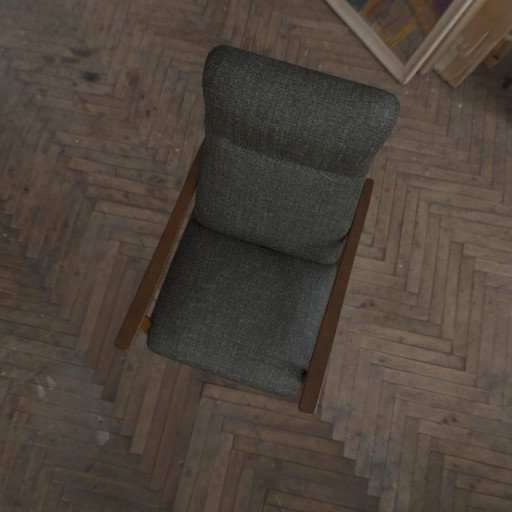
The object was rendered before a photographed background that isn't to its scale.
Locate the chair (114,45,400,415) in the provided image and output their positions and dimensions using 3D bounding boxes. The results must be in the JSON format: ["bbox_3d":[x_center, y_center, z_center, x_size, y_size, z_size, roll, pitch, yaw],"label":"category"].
[{"bbox_3d":[0.000,0.000,1.777,0.762,1.082,1.014,18,77,4],"label":"chair"}]
